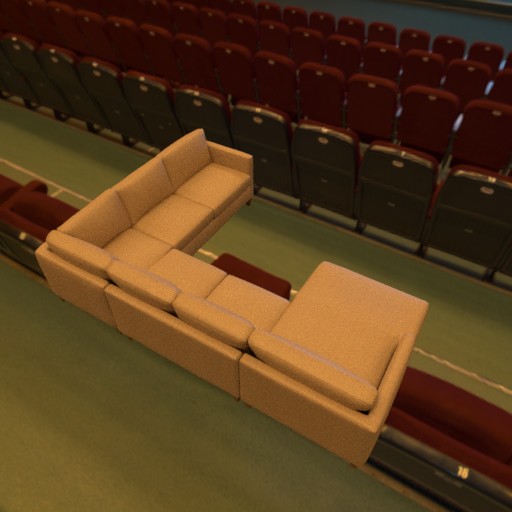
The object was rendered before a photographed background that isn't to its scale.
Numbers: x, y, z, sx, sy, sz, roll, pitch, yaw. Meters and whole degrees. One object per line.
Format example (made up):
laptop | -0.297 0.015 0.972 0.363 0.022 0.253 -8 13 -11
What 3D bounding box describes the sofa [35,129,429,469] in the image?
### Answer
sofa | 0.000 0.000 4.550 3.460 0.961 2.594 23 49 22
